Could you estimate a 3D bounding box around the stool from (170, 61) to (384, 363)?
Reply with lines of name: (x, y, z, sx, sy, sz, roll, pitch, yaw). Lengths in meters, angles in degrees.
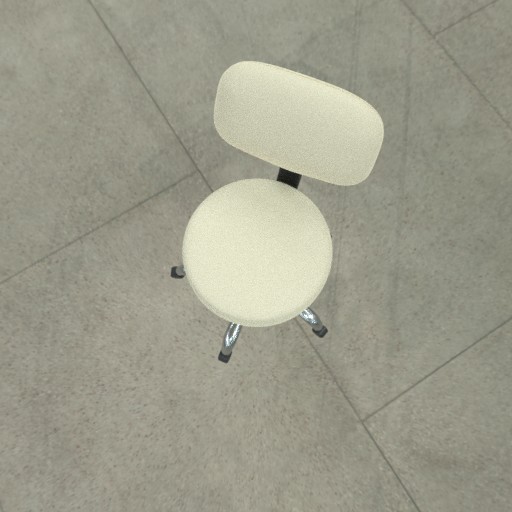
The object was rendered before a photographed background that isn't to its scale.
stool: (0.000, 0.000, 1.242, 0.609, 0.810, 0.616, 22, 77, 5)
